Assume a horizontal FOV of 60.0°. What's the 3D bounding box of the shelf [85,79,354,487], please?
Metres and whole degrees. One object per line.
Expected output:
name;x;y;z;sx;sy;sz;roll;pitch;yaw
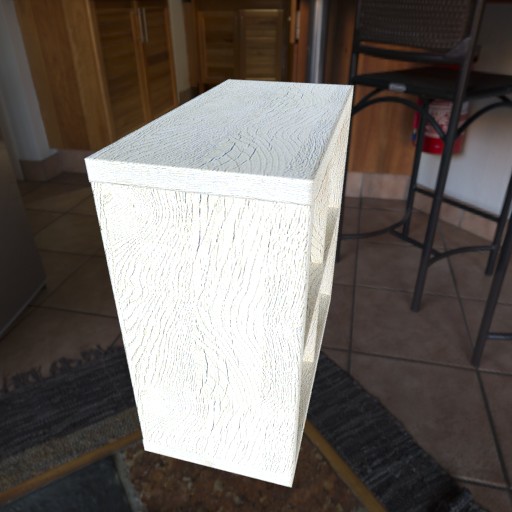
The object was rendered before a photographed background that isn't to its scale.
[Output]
shelf;0.000;0.000;1.238;0.390;0.786;0.790;8;32;13
